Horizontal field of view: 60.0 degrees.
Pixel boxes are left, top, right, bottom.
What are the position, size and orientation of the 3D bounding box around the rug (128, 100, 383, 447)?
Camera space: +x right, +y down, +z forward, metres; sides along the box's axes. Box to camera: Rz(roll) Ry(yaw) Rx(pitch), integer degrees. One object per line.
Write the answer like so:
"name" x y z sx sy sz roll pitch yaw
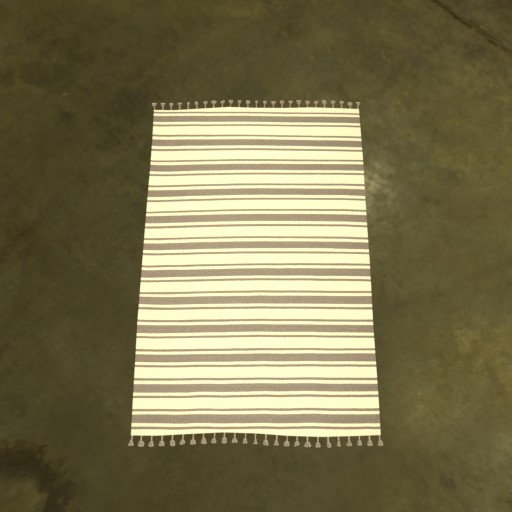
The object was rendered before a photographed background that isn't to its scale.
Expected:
"rug" 0.000 0.000 3.024 1.563 0.014 2.425 0 75 0
